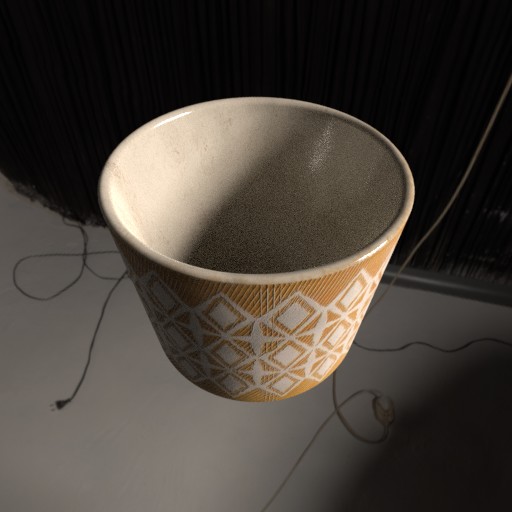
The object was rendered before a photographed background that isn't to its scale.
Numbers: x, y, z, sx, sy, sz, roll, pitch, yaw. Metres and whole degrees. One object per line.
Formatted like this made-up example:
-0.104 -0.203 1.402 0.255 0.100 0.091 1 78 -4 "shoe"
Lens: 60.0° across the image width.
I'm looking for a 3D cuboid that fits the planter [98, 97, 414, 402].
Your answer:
0.000 0.000 0.219 0.126 0.104 0.126 0 45 0 "planter"
